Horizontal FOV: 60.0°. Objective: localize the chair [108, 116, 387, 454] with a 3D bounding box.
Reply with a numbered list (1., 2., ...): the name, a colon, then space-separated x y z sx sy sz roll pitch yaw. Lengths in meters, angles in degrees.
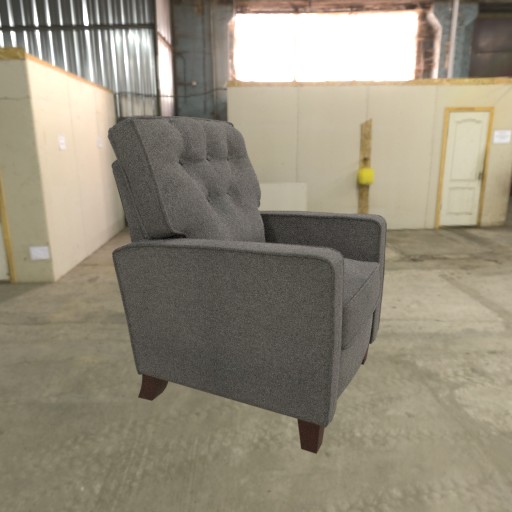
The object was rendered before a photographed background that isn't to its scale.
1. chair: 0.000 0.000 1.473 0.775 0.889 0.650 7 17 25
